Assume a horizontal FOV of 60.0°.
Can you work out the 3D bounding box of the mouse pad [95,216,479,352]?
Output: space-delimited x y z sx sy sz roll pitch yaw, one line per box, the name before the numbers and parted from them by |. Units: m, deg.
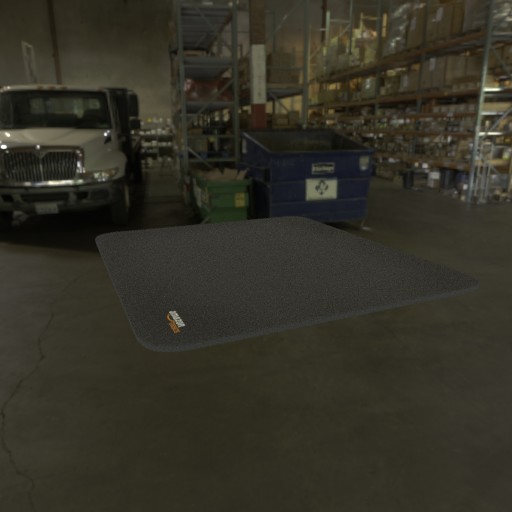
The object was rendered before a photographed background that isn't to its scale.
mouse pad | 0.000 0.000 0.321 0.203 0.003 0.229 -7 18 -23
